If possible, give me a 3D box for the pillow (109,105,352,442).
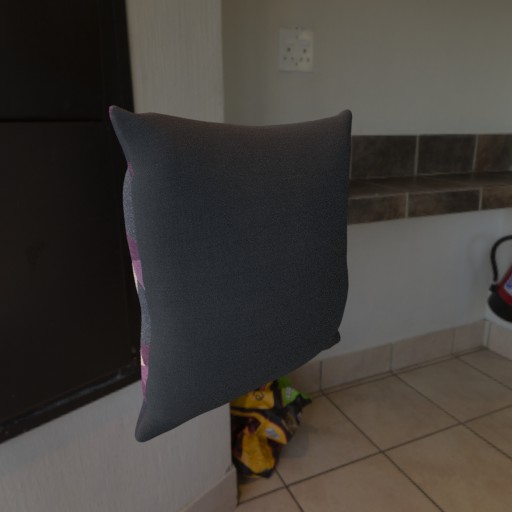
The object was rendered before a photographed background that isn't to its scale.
[{"bbox_3d":[0.000,0.000,0.771,0.503,0.496,0.208,-14,22,-41],"label":"pillow"}]
